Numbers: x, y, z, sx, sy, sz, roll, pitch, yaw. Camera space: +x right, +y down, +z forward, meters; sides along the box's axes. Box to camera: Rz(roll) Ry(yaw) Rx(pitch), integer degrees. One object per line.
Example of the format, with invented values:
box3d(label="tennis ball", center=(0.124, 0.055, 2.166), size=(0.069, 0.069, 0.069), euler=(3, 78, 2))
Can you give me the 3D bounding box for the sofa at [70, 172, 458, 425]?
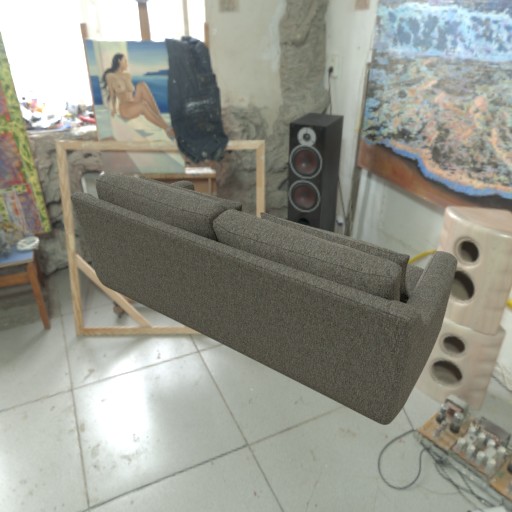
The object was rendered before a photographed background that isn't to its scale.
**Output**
box3d(label="sofa", center=(0.000, 0.000, 3.015), size=(2.418, 0.998, 1.103), euler=(19, 35, 30))
